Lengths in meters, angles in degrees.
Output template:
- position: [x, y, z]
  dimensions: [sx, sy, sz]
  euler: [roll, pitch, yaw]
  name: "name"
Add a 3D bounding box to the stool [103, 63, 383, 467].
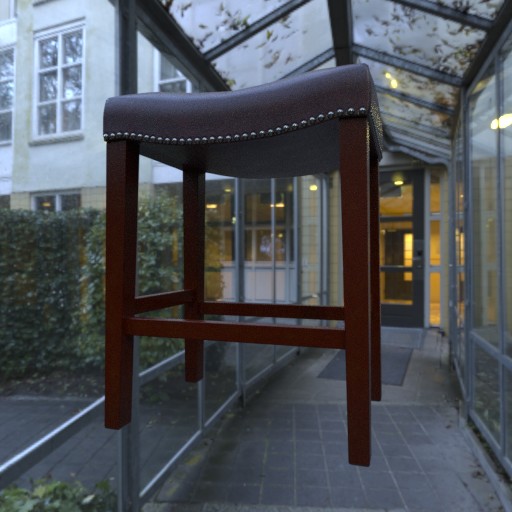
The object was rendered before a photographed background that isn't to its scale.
- position: [0.000, 0.000, 0.938]
  dimensions: [0.504, 0.657, 0.372]
  euler: [0, 0, 19]
  name: "stool"
